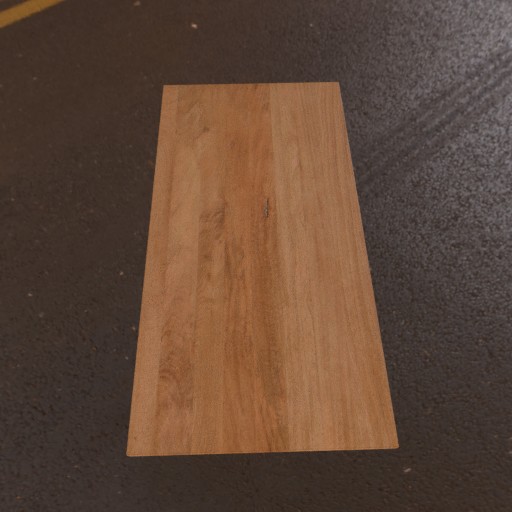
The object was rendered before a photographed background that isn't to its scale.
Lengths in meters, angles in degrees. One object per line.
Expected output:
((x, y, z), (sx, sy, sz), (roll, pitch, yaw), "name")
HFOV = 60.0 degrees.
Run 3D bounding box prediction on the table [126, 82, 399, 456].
((0.000, 0.000, 1.628), (0.699, 0.400, 1.348), (-1, 62, -1), "table")
